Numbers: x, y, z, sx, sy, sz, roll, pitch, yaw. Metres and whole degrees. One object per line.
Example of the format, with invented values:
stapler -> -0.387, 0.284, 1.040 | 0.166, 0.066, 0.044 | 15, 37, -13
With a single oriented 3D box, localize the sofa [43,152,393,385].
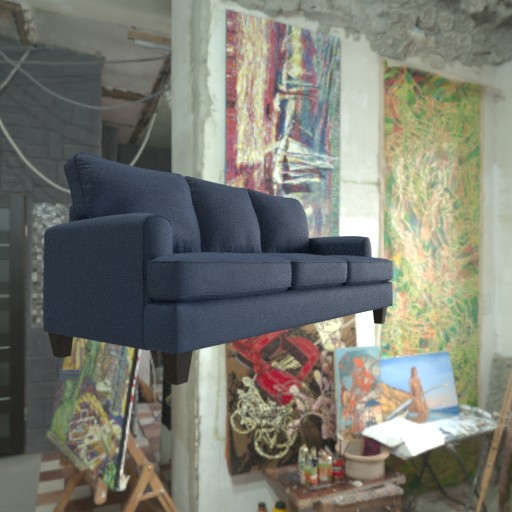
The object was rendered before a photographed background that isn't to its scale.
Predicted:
sofa -> 0.000, 0.000, 2.664 | 0.951, 0.965, 2.158 | -1, -1, 37
